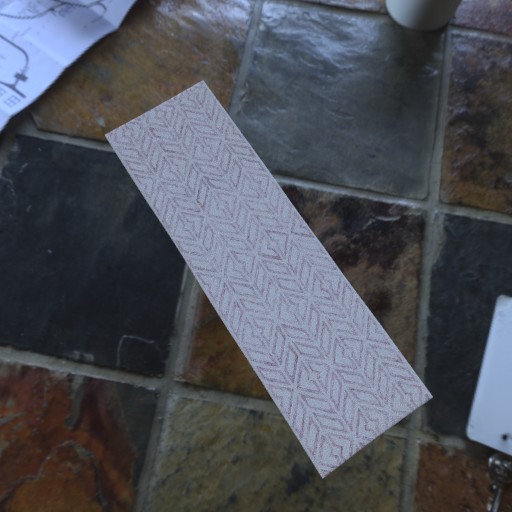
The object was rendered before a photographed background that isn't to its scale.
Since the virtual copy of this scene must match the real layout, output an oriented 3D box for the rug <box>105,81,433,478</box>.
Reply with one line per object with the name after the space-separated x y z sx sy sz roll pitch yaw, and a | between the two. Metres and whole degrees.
0.000 0.000 2.665 0.750 0.009 2.435 -32 77 -8 | rug
